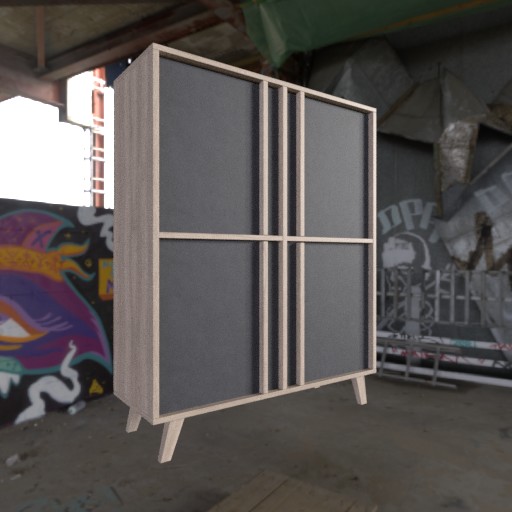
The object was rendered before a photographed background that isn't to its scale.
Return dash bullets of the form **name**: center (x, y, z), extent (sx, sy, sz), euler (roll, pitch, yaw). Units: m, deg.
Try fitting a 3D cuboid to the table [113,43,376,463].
- **table**: center (0.000, 0.000, 1.926), extent (1.111, 1.388, 0.398), euler (0, 0, -36)
